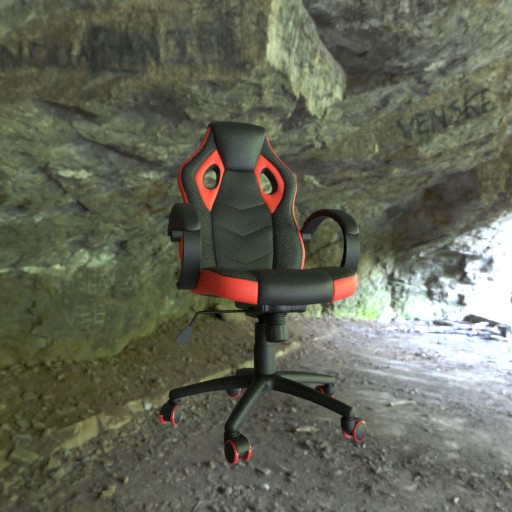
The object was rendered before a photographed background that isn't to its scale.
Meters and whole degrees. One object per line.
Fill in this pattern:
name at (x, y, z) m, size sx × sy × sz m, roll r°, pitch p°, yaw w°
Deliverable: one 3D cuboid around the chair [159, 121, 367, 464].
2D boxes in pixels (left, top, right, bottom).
chair at (0.000, 0.000, 1.410) m, size 0.600 × 1.016 × 0.642 m, roll 0°, pitch -1°, yaw -18°
